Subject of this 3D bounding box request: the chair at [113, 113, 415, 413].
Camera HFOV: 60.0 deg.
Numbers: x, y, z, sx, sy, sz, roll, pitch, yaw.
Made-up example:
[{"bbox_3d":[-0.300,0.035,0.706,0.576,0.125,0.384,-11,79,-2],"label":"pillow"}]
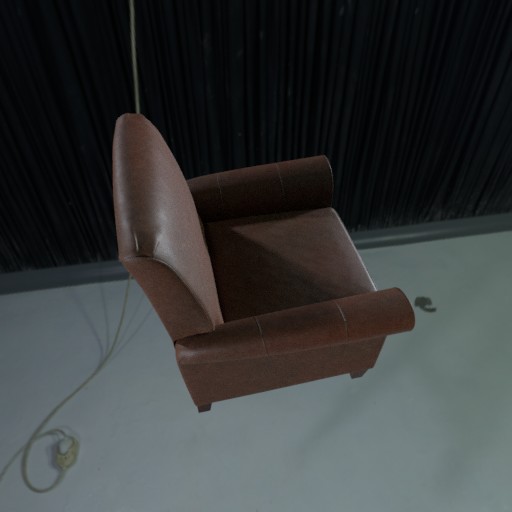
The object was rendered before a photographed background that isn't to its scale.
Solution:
[{"bbox_3d":[0.000,0.000,1.787,0.902,1.061,0.978,-9,48,-9],"label":"chair"}]
